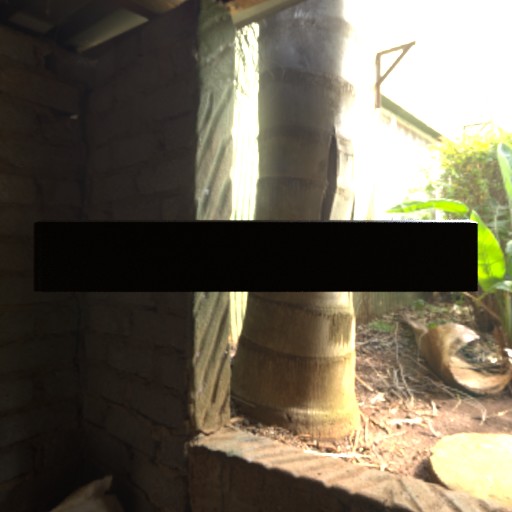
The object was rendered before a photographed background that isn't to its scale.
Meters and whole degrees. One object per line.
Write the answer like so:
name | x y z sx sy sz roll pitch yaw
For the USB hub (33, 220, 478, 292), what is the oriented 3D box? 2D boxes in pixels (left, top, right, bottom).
USB hub | 0.000 0.000 0.163 0.145 0.023 0.044 0 0 0
